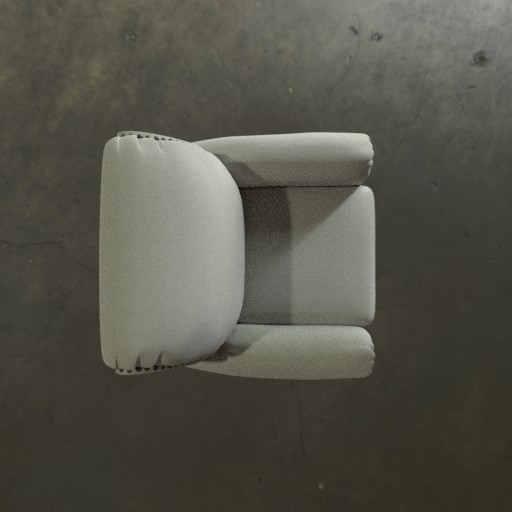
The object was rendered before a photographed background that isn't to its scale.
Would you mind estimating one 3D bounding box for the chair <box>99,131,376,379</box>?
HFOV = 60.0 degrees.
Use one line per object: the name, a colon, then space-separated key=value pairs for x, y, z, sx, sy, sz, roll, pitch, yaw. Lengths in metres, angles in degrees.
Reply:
chair: x=0.000 y=0.000 z=1.648 sx=0.890 sy=0.927 sz=0.854 roll=0 pitch=89 yaw=1
